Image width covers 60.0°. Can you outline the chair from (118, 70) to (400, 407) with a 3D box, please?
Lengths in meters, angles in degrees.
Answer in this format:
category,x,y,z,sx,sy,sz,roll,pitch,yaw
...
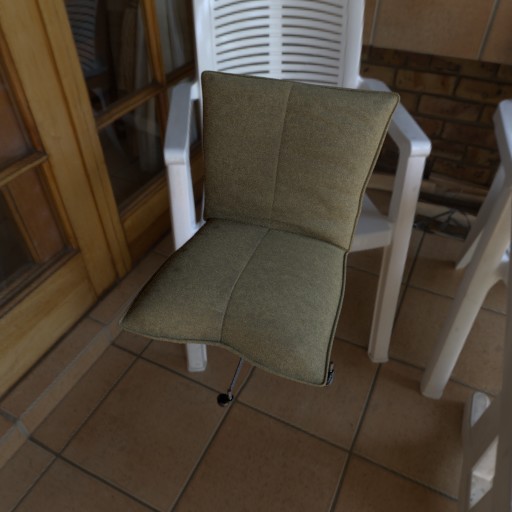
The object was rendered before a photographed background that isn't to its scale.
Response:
category,x,y,z,sx,sy,sz,roll,pitch,yaw
chair,0.000,0.000,1.316,0.597,0.811,0.696,14,44,15
